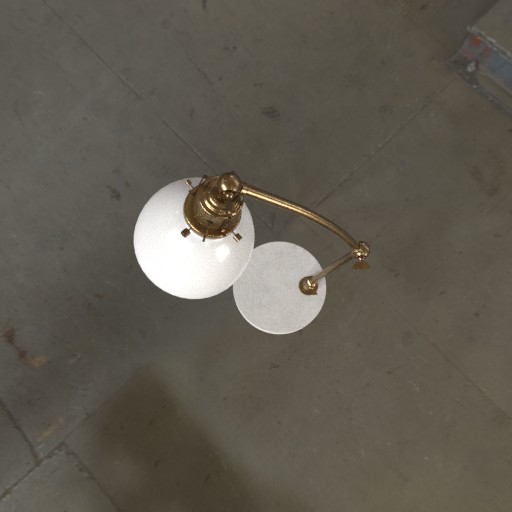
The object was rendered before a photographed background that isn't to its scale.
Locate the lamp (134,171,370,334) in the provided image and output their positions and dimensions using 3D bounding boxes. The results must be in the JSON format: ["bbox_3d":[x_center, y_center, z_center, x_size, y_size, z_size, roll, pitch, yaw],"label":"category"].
[{"bbox_3d":[0.000,0.000,0.655,0.317,0.522,0.186,1,75,0],"label":"lamp"}]
